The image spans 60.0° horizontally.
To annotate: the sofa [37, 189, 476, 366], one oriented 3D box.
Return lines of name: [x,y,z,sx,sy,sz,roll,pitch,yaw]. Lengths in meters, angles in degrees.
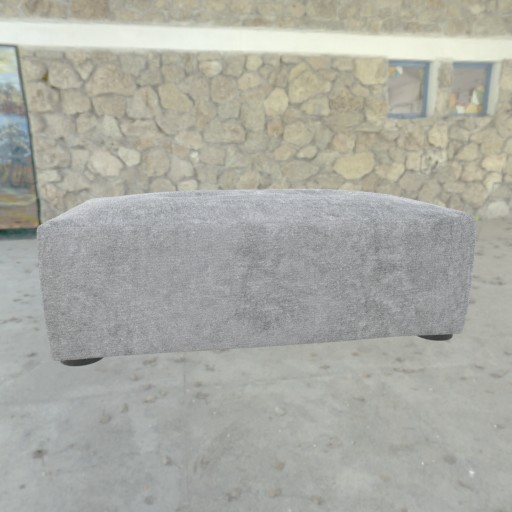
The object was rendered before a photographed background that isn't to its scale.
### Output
sofa: [0.000,0.000,1.148,0.930,0.330,0.480,-2,14,-9]
